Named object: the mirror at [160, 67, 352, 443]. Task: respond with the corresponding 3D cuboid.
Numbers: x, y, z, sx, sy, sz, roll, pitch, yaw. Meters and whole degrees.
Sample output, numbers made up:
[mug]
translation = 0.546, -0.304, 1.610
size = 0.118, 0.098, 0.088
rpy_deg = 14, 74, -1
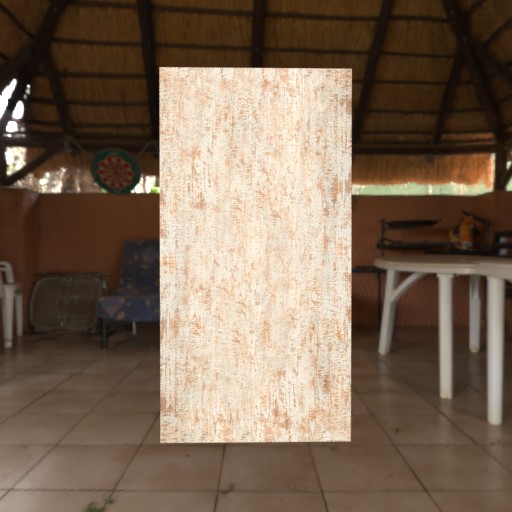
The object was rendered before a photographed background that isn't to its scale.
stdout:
[mirror]
translation = 0.000, 0.000, 1.106
size = 0.472, 0.922, 0.027
rpy_deg = 0, 1, -1
